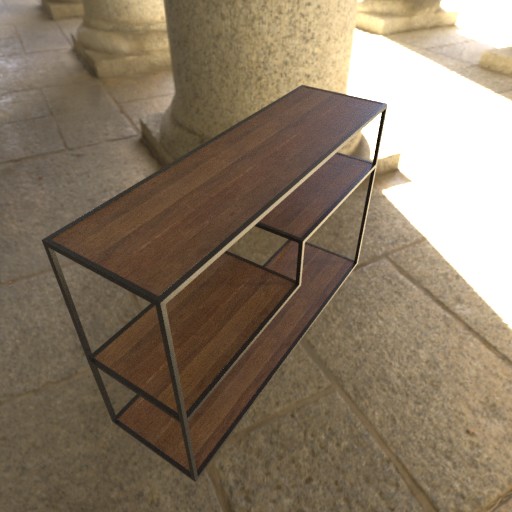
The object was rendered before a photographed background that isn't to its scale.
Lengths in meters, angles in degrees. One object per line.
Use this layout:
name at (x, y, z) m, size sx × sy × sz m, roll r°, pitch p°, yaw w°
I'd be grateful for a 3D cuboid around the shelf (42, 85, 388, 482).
shelf at (0.000, 0.000, 1.539) m, size 0.361 × 0.765 × 1.201 m, roll 23°, pitch 45°, yaw 25°
